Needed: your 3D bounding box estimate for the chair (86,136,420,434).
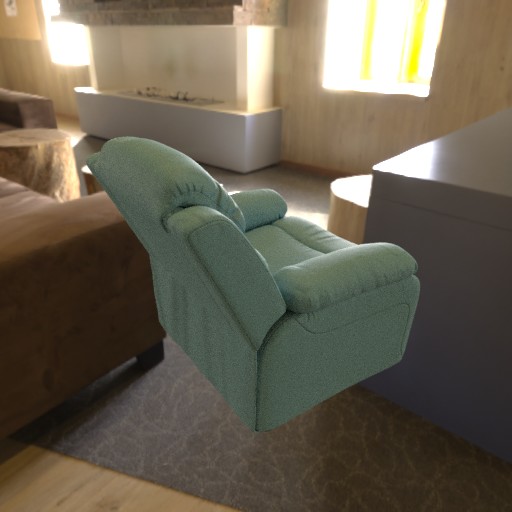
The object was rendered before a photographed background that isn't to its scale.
[{"bbox_3d":[0.000,0.000,1.255,0.709,0.702,0.680,-18,32,-31],"label":"chair"}]
